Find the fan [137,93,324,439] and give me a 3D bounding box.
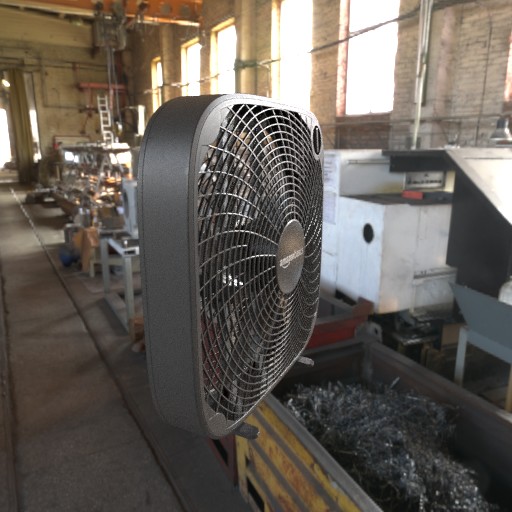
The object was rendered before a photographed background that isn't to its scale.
[{"bbox_3d":[0.000,0.000,0.801,0.142,0.533,0.526,7,15,25],"label":"fan"}]
